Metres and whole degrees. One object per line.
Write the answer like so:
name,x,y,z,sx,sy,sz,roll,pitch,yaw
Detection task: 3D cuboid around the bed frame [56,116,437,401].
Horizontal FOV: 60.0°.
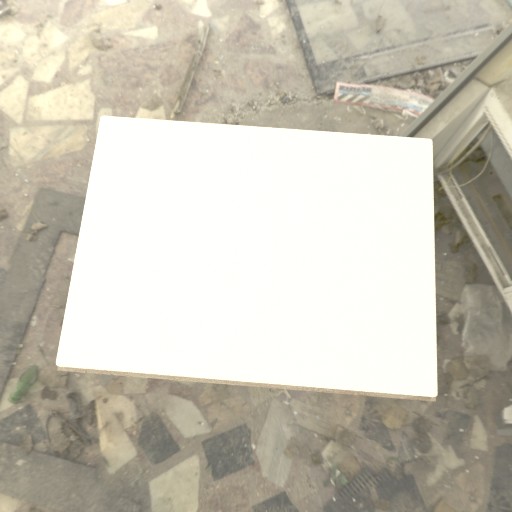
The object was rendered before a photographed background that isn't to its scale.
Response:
bed frame,0.000,0.000,2.586,1.944,0.490,1.448,4,76,1
